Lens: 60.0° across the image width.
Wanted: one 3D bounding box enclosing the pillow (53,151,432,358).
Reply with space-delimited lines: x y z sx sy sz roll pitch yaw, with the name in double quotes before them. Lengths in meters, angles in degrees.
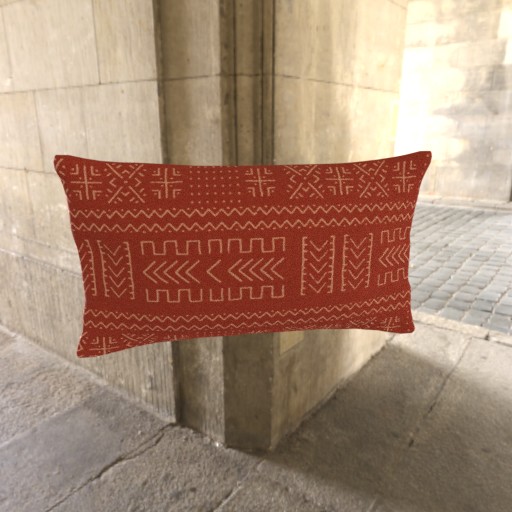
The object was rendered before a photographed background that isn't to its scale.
"pillow" 0.000 0.000 0.774 0.640 0.352 0.130 -3 17 -9
